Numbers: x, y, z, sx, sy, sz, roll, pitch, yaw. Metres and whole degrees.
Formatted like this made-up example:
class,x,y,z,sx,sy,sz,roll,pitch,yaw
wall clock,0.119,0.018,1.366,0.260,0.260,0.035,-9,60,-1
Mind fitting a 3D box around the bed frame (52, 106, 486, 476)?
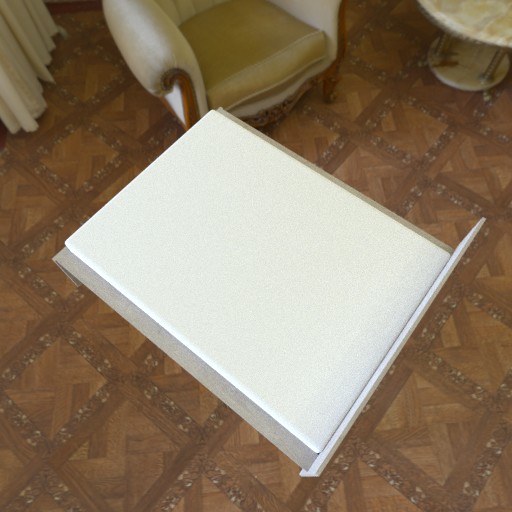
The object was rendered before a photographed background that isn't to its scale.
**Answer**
class,x,y,z,sx,sy,sz,roll,pitch,yaw
bed frame,0.000,0.000,2.792,1.960,0.800,1.622,35,69,16
